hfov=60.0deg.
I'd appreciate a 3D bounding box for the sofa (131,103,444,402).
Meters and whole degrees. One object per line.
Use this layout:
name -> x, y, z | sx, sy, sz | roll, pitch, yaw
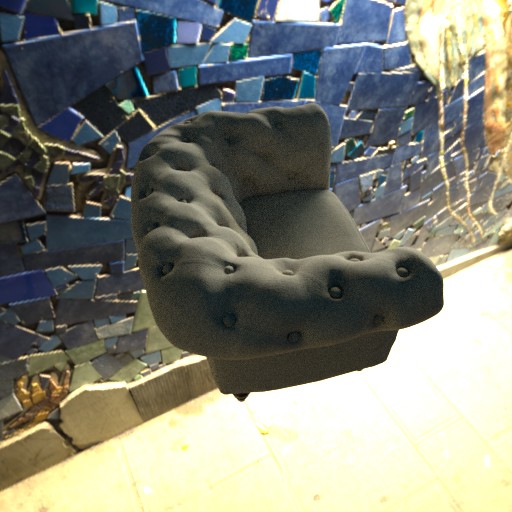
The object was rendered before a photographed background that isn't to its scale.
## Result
sofa -> 0.000, 0.000, 2.074 | 1.034, 0.878, 1.405 | -9, 46, -9
